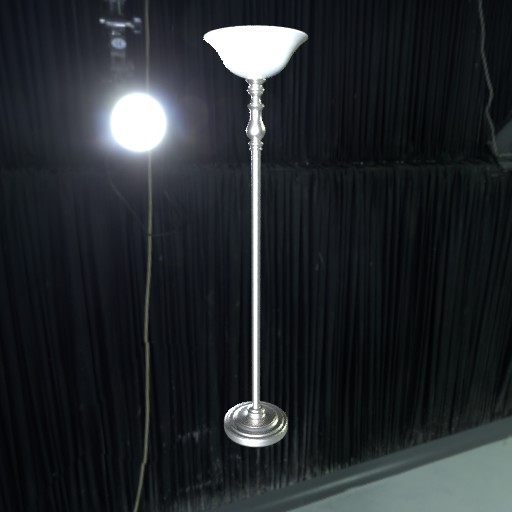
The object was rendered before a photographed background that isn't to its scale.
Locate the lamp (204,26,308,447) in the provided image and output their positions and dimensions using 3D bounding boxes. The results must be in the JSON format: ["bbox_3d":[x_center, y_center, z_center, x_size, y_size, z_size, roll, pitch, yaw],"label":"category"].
[{"bbox_3d":[0.000,0.000,1.971,0.405,1.771,0.405,-8,17,-25],"label":"lamp"}]
